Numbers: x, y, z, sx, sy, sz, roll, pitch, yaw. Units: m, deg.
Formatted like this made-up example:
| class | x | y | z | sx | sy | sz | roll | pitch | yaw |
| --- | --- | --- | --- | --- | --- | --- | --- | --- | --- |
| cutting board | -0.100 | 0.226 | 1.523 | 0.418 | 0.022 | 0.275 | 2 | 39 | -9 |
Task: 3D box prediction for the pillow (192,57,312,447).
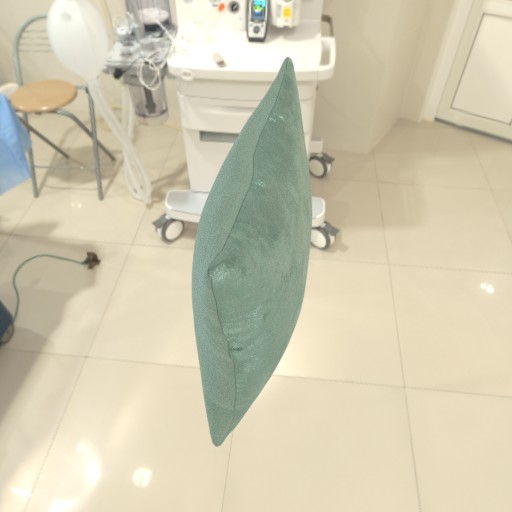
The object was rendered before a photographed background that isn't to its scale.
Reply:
| class | x | y | z | sx | sy | sz | roll | pitch | yaw |
| --- | --- | --- | --- | --- | --- | --- | --- | --- | --- |
| pillow | 0.000 | 0.000 | 0.725 | 0.175 | 0.464 | 0.470 | 10 | 48 | 9 |
